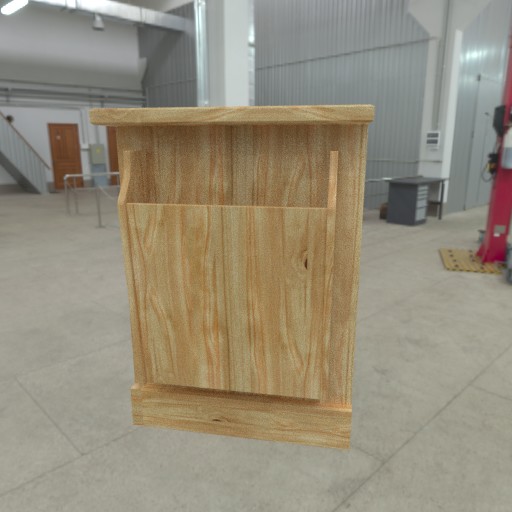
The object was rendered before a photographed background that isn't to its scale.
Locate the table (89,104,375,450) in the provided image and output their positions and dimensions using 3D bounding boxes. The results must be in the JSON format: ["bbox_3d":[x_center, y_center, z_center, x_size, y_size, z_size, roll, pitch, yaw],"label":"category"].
[{"bbox_3d":[0.000,0.000,0.860,0.380,0.515,0.530,3,14,10],"label":"table"}]
